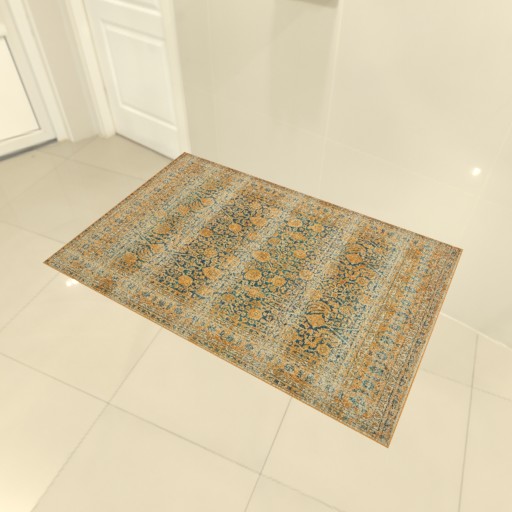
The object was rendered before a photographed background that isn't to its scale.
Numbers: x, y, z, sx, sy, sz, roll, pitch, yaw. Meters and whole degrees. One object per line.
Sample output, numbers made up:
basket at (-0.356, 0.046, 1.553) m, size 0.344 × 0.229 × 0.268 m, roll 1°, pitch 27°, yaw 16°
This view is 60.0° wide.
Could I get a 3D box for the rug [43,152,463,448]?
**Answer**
rug at (0.000, 0.000, 2.939) m, size 2.336 × 0.007 × 1.525 m, roll 23°, pitch 50°, yaw 21°
